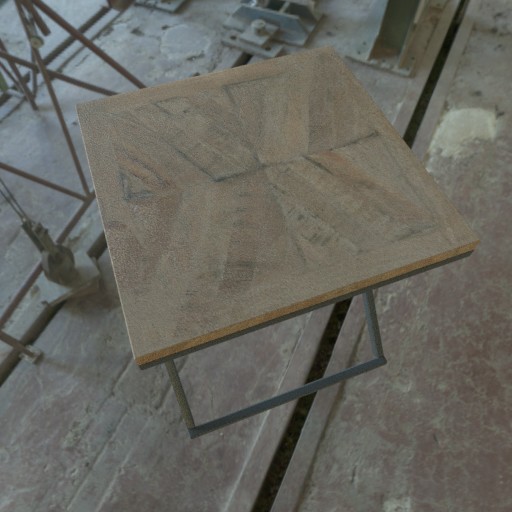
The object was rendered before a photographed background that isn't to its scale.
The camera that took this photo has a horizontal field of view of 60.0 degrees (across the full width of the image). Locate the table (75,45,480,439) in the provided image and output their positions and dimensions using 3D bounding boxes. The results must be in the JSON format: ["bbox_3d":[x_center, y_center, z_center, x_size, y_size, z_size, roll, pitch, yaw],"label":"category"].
[{"bbox_3d":[0.000,0.000,0.936,0.499,0.550,0.498,-18,60,-11],"label":"table"}]
